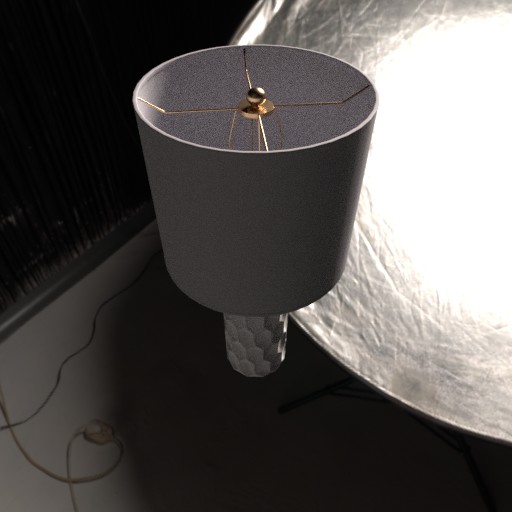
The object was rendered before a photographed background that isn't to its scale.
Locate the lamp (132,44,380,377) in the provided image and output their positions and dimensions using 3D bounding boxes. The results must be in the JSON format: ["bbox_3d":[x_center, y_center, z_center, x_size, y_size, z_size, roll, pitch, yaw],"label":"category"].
[{"bbox_3d":[0.000,0.000,0.693,0.277,0.537,0.277,24,49,22],"label":"lamp"}]
